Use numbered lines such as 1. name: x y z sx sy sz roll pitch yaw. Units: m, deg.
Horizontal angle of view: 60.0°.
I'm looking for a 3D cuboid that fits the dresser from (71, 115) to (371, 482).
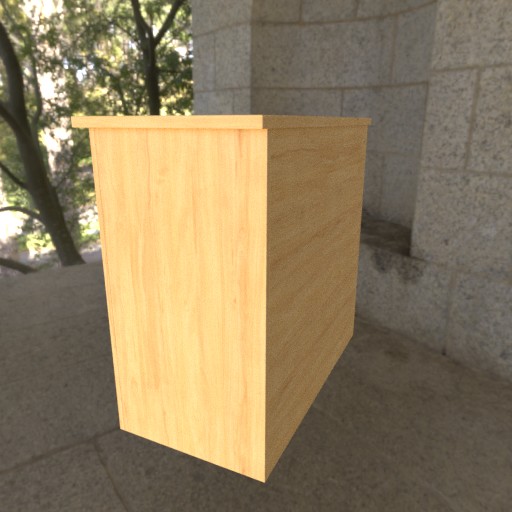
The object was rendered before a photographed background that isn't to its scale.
1. dresser: 0.000 0.000 1.222 0.410 0.730 0.800 8 19 25
